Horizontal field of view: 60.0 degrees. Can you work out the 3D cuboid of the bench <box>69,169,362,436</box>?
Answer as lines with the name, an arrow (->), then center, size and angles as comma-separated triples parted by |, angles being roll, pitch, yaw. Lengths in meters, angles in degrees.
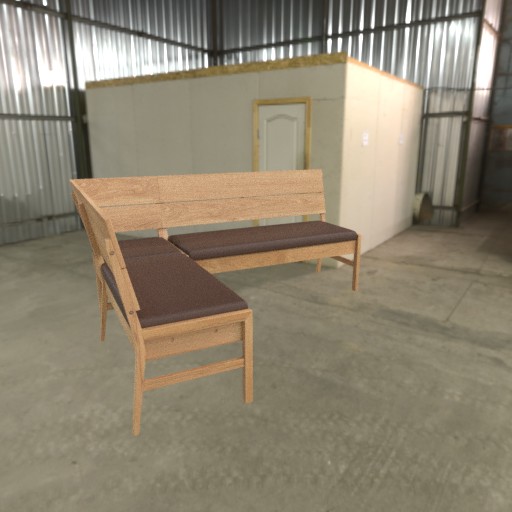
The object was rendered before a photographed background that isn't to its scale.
bench -> 0.000, 0.000, 2.742 | 1.975, 0.890, 1.549 | -8, 17, -26
